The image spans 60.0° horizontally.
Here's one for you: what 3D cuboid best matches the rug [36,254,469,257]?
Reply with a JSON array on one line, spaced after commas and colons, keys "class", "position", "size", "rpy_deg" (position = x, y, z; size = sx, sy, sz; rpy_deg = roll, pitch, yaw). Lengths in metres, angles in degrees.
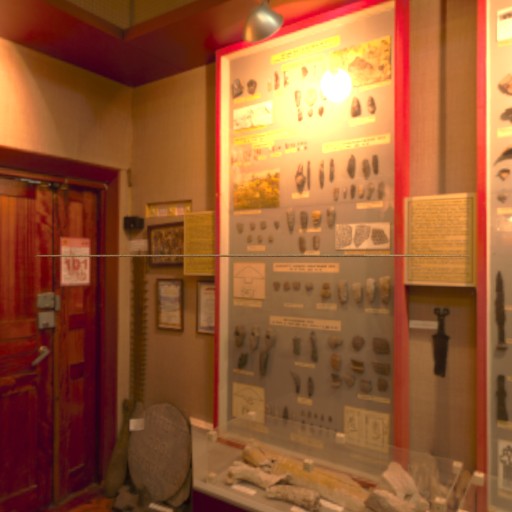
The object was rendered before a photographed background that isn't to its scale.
[{"class": "rug", "position": [0.000, 0.000, 3.875], "size": [2.980, 0.012, 2.363], "rpy_deg": [0, 0, 36]}]
